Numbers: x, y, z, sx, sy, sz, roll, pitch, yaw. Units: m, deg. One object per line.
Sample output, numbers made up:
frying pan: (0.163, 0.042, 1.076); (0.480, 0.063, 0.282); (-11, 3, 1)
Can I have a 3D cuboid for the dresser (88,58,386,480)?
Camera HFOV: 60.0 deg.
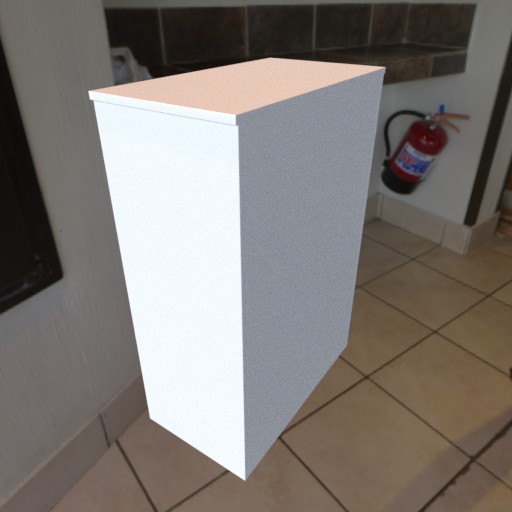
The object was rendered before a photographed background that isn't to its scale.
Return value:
dresser: (0.000, 0.000, 1.349); (0.401, 1.021, 0.704); (19, 35, 29)
